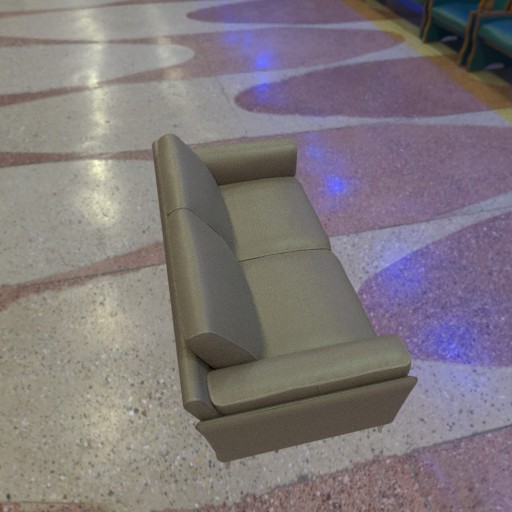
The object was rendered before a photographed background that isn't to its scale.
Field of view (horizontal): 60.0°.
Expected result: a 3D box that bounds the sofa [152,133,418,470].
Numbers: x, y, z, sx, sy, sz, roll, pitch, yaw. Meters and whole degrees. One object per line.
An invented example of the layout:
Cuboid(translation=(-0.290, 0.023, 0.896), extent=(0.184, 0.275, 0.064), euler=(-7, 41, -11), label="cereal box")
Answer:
Cuboid(translation=(0.000, 0.000, 2.696), extent=(1.049, 0.930, 2.101), euler=(-9, 46, -9), label="sofa")
